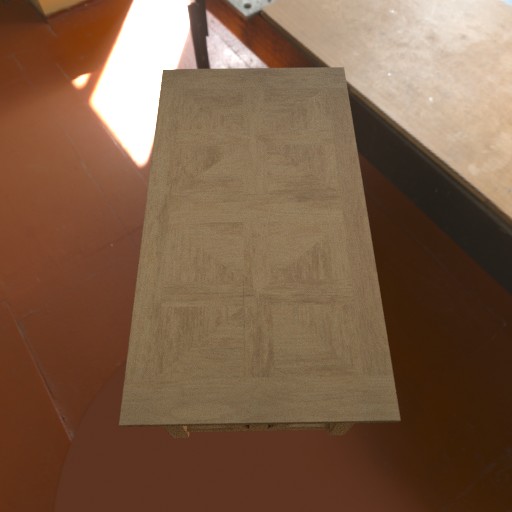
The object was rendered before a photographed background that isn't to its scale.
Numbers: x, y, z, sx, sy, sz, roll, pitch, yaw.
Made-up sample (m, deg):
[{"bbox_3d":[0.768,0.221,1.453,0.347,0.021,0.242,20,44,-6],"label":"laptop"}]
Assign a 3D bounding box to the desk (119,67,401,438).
[{"bbox_3d":[0.000,0.000,1.966,0.813,0.762,1.499,-1,62,0],"label":"desk"}]
